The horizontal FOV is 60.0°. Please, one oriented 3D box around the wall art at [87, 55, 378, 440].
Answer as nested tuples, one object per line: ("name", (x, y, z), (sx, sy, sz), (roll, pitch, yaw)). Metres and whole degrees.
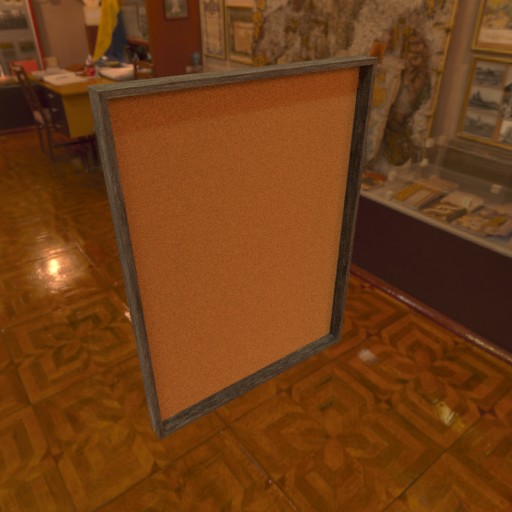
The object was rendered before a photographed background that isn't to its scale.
("wall art", (0.000, 0.000, 1.295), (0.762, 1.016, 0.063), (-20, 37, -30))
